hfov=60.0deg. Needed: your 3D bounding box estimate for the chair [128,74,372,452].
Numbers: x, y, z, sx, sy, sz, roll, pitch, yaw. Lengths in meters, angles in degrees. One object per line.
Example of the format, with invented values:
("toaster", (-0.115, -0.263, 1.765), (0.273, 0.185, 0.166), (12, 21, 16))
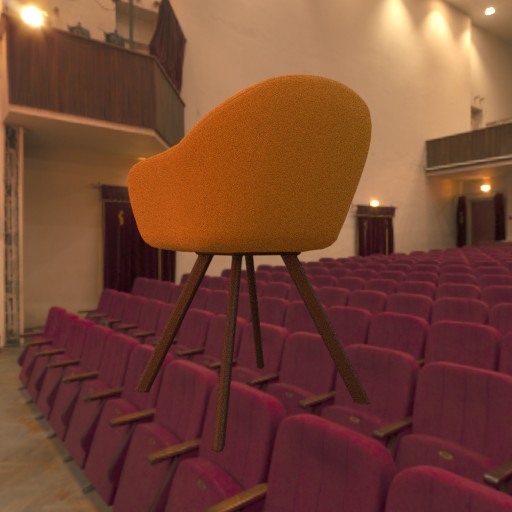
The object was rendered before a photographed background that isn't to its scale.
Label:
("chair", (0.000, 0.000, 1.171), (0.545, 0.775, 0.565), (-1, 2, -36))
